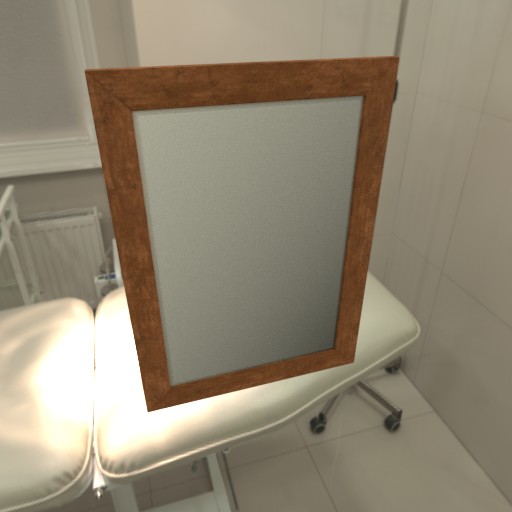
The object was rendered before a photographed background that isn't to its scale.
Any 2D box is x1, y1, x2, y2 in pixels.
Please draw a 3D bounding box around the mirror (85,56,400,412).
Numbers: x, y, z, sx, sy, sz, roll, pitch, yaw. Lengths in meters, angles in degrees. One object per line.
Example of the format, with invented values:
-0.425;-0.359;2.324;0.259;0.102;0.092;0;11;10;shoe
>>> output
0.000;0.000;1.362;0.796;1.099;0.028;-9;32;-15;mirror
